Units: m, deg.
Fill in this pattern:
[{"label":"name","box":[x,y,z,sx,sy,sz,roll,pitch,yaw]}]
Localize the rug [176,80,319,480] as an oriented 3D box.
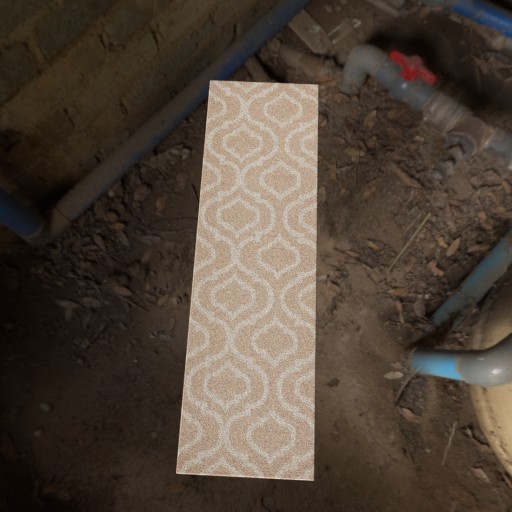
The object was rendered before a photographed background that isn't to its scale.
[{"label":"rug","box":[0.000,0.000,2.514,0.691,0.013,2.289,3,75,1]}]
